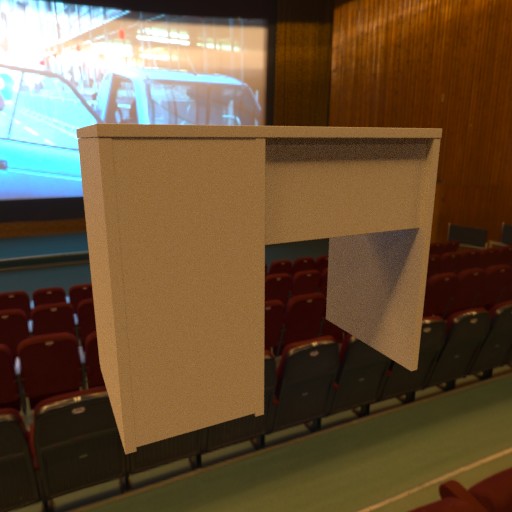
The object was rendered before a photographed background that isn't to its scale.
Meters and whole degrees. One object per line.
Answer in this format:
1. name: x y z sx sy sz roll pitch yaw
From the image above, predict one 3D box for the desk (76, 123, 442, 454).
1. desk: 0.000 0.000 1.323 0.898 0.730 0.482 -7 16 -25
